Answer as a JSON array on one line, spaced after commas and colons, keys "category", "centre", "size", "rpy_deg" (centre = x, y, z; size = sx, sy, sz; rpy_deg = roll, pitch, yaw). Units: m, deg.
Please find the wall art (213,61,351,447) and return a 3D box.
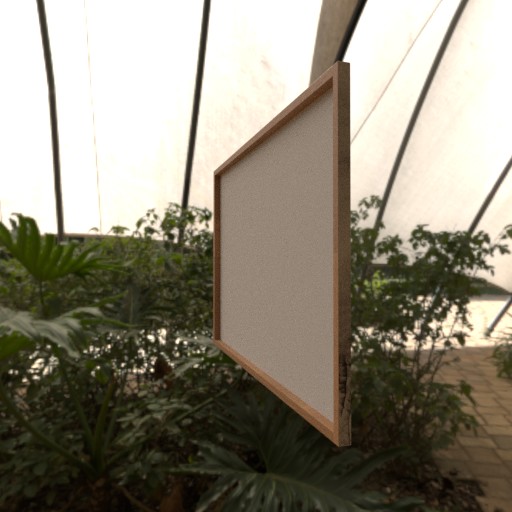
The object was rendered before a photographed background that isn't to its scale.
[{"category": "wall art", "centre": [0.000, 0.000, 1.134], "size": [0.023, 0.607, 0.914], "rpy_deg": [0, -1, -18]}]
